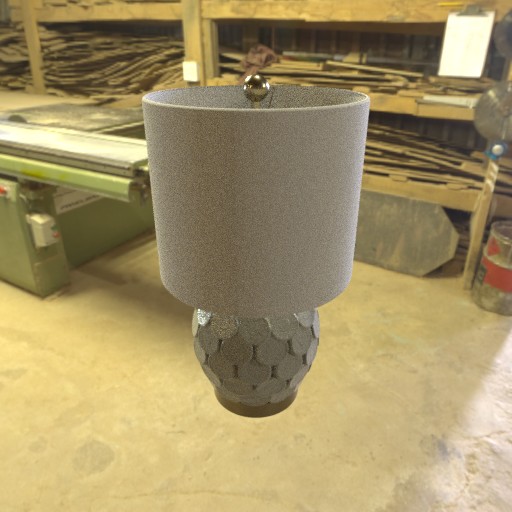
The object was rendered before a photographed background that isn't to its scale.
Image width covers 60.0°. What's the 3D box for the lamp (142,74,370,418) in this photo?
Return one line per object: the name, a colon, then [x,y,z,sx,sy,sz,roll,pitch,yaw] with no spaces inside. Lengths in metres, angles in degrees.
lamp: [0.000,0.000,0.594,0.254,0.452,0.254,0,26,0]
